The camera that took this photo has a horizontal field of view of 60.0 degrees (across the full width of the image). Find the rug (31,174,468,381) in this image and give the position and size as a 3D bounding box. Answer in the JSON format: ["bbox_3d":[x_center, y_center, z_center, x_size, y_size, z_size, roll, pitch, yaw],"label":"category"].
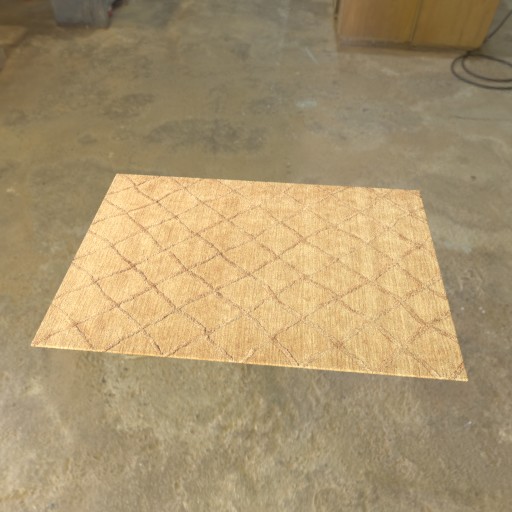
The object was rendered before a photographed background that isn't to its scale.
[{"bbox_3d":[0.000,0.000,2.830,2.292,0.014,1.528,4,47,3],"label":"rug"}]
